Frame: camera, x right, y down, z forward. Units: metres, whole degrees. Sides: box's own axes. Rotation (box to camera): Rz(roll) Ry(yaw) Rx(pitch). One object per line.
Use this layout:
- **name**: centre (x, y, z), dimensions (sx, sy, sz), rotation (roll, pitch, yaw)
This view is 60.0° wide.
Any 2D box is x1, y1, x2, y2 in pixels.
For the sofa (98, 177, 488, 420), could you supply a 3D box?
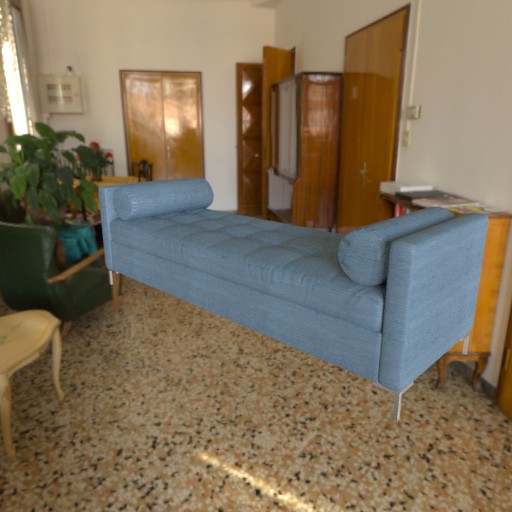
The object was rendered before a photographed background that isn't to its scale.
- **sofa**: centre (0.000, 0.000, 2.302), dimensions (1.981, 0.635, 0.686), rotation (15, 22, 42)
